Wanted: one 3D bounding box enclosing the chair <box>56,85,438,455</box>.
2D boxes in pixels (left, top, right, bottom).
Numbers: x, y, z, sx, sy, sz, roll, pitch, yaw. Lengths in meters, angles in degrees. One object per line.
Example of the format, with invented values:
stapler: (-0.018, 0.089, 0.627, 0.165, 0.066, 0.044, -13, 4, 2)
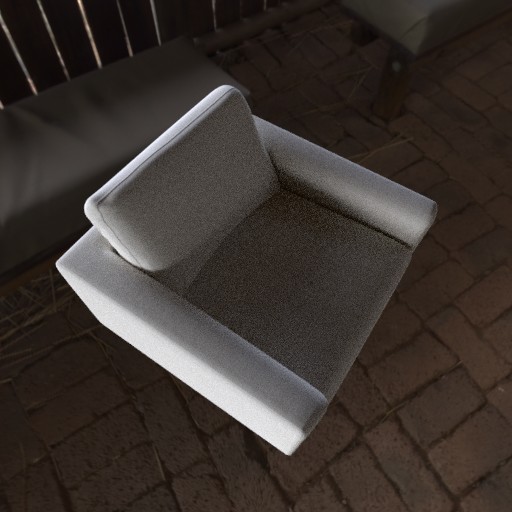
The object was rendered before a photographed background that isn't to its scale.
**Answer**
chair: (0.000, 0.000, 1.855, 1.100, 0.876, 1.070, 30, 64, 16)
